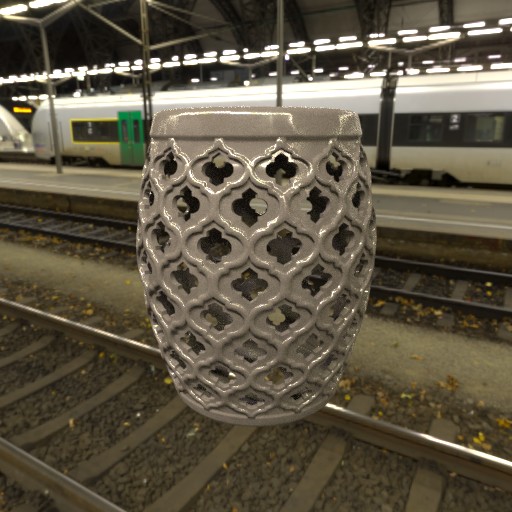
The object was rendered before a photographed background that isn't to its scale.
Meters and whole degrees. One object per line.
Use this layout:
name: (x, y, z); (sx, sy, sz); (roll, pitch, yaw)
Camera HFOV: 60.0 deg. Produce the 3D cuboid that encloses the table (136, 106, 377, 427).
table: (0.000, 0.000, 0.627); (0.325, 0.388, 0.325); (0, 15, 0)
